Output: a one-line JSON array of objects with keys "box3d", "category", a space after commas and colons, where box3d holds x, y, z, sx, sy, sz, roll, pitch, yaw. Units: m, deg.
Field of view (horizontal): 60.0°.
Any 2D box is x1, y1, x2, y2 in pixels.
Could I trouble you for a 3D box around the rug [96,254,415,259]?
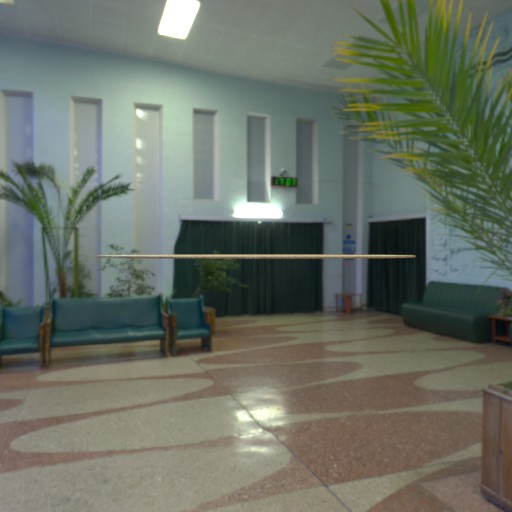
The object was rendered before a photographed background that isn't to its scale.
[{"box3d": [0.000, 0.000, 3.613, 2.444, 0.015, 2.444, 0, 0, 0], "category": "rug"}]
